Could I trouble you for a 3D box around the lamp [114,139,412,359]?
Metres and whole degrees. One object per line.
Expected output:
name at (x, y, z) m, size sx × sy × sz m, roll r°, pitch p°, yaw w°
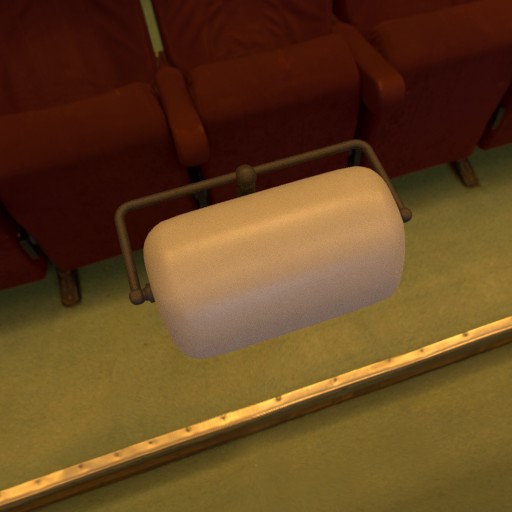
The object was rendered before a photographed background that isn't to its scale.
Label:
lamp at (0.000, 0.000, 0.524) m, size 0.264 × 0.339 × 0.243 m, roll -17°, pitch 66°, yaw -8°
